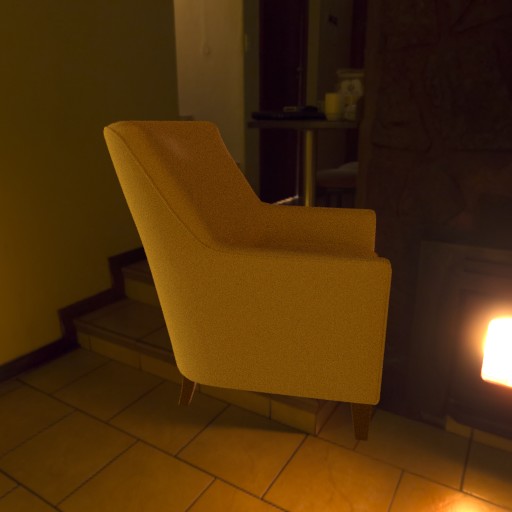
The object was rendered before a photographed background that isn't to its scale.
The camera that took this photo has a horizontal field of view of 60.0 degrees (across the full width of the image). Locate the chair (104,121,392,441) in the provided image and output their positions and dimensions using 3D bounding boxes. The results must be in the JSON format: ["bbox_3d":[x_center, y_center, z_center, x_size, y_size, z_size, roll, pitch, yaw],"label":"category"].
[{"bbox_3d":[0.000,0.000,1.571,0.879,0.916,0.756,3,17,11],"label":"chair"}]
